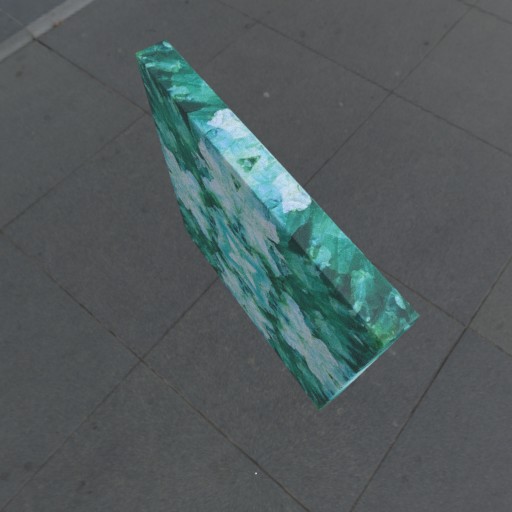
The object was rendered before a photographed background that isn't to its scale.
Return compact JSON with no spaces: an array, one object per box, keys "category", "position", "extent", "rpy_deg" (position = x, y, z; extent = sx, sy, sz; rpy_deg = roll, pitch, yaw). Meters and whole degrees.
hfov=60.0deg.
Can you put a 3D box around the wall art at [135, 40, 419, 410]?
[{"category":"wall art","position":[0.000,0.000,0.469],"extent":[0.033,0.313,0.313],"rpy_deg":[-33,68,-15]}]
